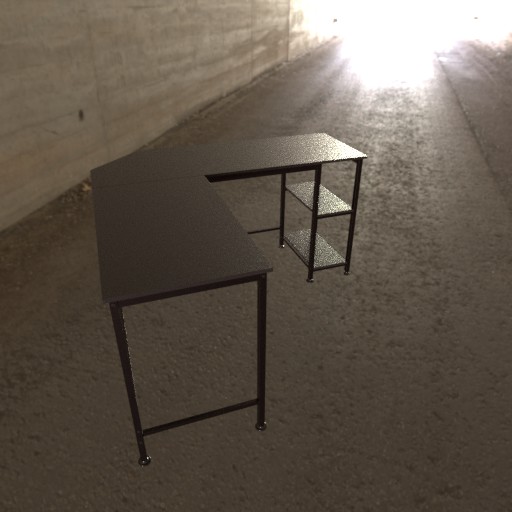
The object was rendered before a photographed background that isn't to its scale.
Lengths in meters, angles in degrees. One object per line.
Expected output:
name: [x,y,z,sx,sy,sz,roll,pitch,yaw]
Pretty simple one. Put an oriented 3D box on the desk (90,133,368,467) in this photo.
desk: [0.000,0.000,2.155,1.379,0.739,1.379,-10,31,-17]
